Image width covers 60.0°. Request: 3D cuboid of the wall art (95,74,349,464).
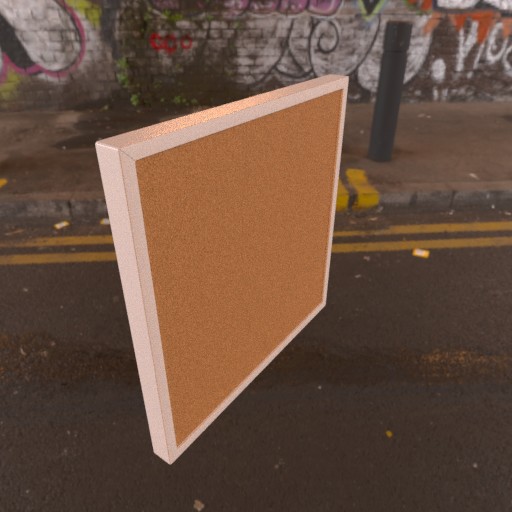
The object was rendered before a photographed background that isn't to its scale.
[{"bbox_3d":[0.000,0.000,0.749,0.038,0.508,0.508,21,37,30],"label":"wall art"}]
